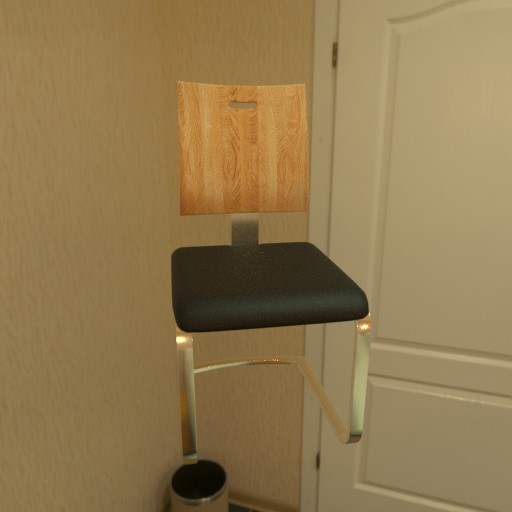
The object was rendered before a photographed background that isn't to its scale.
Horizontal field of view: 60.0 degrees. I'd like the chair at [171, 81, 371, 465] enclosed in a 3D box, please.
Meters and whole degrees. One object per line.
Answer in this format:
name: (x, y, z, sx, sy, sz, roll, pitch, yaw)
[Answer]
chair: (0.000, 0.000, 1.216, 0.462, 0.936, 0.560, -3, 15, -10)
